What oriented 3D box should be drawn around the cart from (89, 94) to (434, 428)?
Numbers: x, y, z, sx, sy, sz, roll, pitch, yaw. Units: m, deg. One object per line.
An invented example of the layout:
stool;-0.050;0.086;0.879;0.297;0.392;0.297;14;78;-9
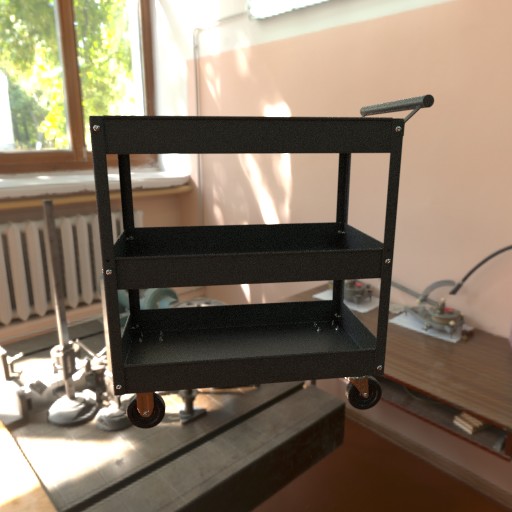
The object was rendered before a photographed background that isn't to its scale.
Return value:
cart;0.000;0.000;1.169;0.719;0.780;0.366;-2;15;-8
